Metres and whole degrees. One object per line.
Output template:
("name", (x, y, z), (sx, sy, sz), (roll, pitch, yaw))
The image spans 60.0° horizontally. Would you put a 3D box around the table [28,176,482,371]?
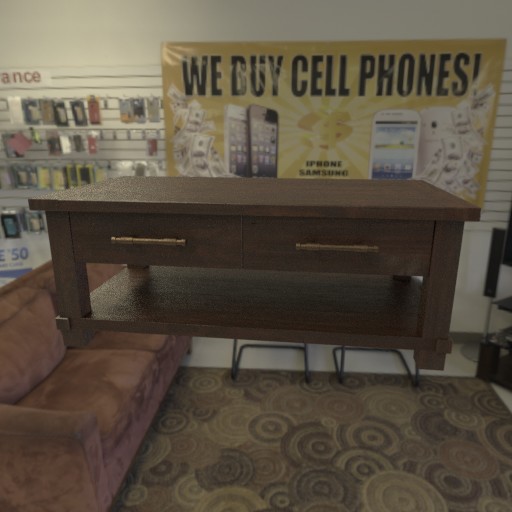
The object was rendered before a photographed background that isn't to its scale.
("table", (0.000, 0.000, 1.611), (1.270, 0.494, 0.700), (2, 16, 7))
